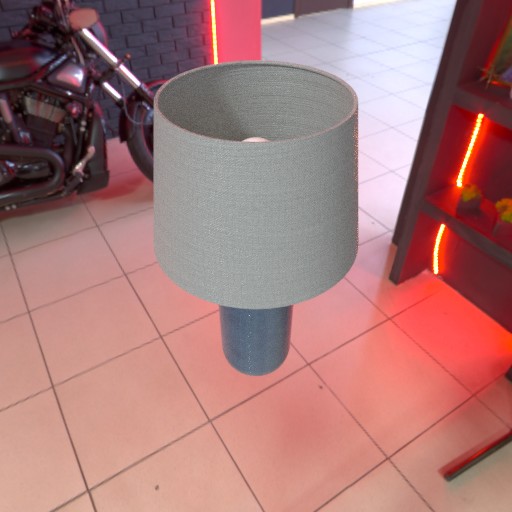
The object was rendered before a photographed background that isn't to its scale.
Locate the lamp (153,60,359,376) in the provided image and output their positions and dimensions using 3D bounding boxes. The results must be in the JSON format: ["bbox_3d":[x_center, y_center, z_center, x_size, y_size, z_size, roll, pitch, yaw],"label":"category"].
[{"bbox_3d":[0.000,0.000,0.581,0.253,0.428,0.253,0,42,0],"label":"lamp"}]
